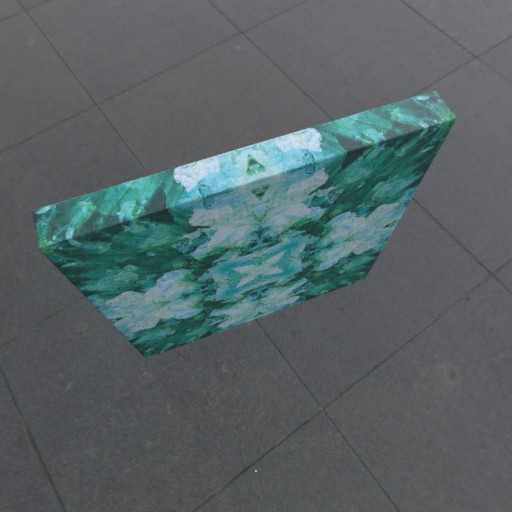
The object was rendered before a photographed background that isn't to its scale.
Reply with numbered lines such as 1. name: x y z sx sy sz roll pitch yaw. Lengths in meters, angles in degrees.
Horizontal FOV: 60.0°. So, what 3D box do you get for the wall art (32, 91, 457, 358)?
1. wall art: 0.000 0.000 0.457 0.313 0.313 0.033 -19 66 -9
